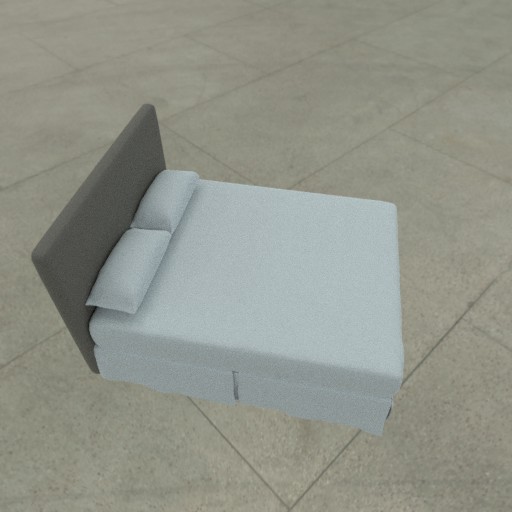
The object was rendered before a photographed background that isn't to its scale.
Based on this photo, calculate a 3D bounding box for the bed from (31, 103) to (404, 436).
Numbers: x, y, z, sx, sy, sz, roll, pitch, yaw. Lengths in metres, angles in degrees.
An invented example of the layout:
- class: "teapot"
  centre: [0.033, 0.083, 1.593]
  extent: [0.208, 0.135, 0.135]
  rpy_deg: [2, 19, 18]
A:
- class: "bed"
  centre: [0.000, 0.000, 3.209]
  extent: [2.142, 1.330, 1.748]
  rpy_deg: [8, 47, 8]
